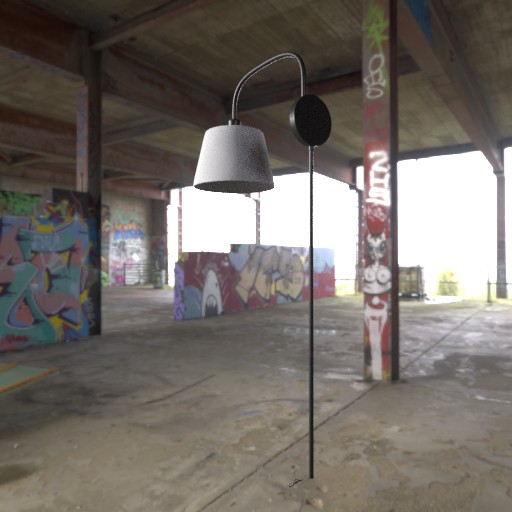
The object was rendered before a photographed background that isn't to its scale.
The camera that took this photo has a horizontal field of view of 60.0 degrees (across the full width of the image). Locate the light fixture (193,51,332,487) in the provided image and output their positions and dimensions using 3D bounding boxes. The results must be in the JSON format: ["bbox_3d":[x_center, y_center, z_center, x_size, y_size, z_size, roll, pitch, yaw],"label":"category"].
[{"bbox_3d":[0.000,0.000,0.467,0.092,0.399,0.176,0,0,-36],"label":"light fixture"}]
